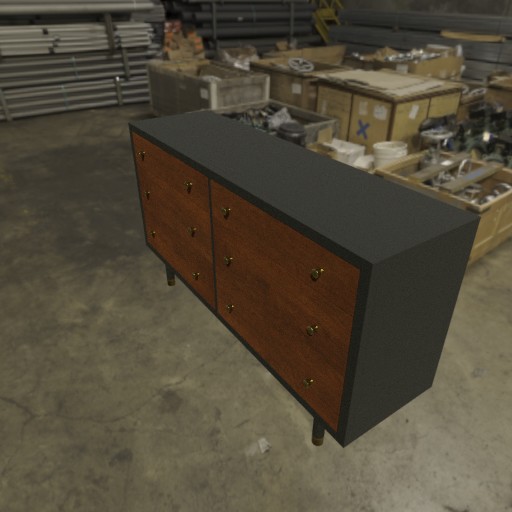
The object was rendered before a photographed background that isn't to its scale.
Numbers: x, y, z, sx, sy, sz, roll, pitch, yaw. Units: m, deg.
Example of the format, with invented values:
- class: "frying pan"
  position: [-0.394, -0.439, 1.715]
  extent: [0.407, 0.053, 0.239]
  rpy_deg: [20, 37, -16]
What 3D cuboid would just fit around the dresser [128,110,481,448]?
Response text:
- class: "dresser"
  position: [0.000, 0.000, 1.907]
  extent: [0.463, 0.872, 1.558]
  rpy_deg: [-20, 36, -29]
